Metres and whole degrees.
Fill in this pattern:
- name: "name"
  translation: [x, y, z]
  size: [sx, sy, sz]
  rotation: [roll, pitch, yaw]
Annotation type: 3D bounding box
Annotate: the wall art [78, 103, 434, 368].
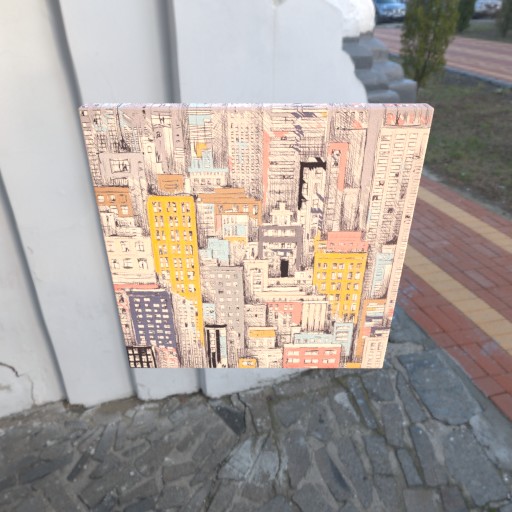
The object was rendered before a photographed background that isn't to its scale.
- name: "wall art"
  translation: [0.000, 0.000, 1.157]
  size: [0.761, 0.762, 0.048]
  rotation: [0, 31, 0]
